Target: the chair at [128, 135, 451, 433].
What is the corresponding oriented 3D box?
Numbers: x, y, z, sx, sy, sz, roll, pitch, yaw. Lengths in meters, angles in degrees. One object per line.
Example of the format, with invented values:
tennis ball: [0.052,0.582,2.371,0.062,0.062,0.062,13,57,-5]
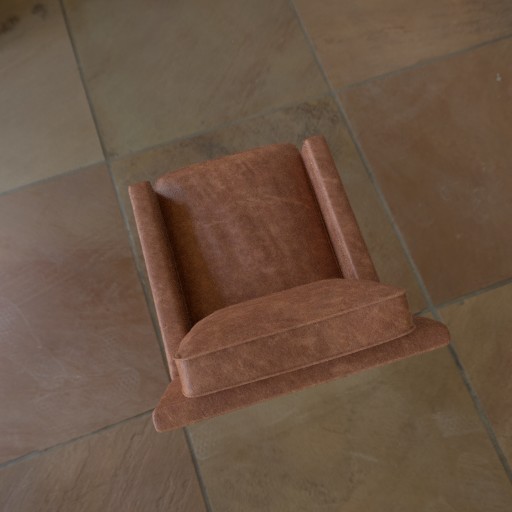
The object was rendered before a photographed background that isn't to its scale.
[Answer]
chair: [0.000,0.000,1.765,0.854,1.054,1.035,-16,75,-4]
